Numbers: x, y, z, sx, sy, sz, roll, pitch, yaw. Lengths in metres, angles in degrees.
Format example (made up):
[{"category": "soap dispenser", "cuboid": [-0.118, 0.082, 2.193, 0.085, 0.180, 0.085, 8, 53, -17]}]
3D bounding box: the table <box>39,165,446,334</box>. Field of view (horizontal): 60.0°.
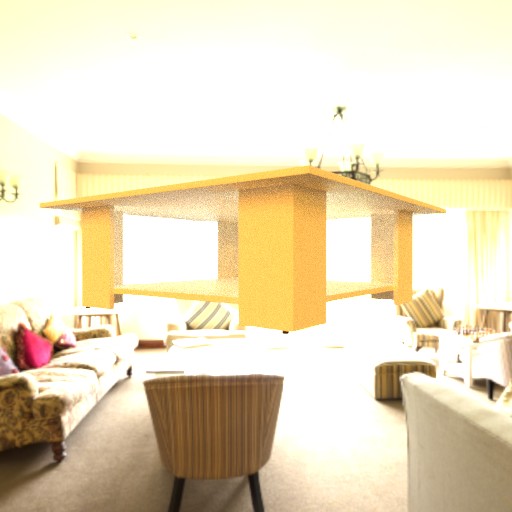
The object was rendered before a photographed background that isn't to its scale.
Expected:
[{"category": "table", "cuboid": [0.000, 0.000, 1.362, 0.890, 0.305, 0.890, 0, 0, 37]}]
